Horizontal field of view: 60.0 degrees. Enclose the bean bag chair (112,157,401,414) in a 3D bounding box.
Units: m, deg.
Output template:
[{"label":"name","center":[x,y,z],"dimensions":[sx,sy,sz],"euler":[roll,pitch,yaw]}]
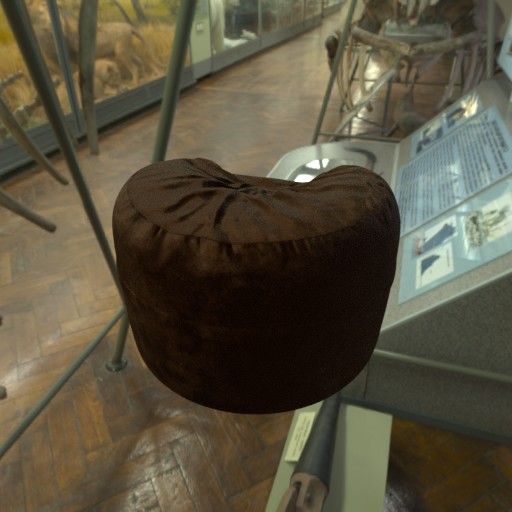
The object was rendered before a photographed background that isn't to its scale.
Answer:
[{"label":"bean bag chair","center":[0.000,0.000,1.523],"dimensions":[0.918,0.616,0.918],"euler":[0,32,0]}]
